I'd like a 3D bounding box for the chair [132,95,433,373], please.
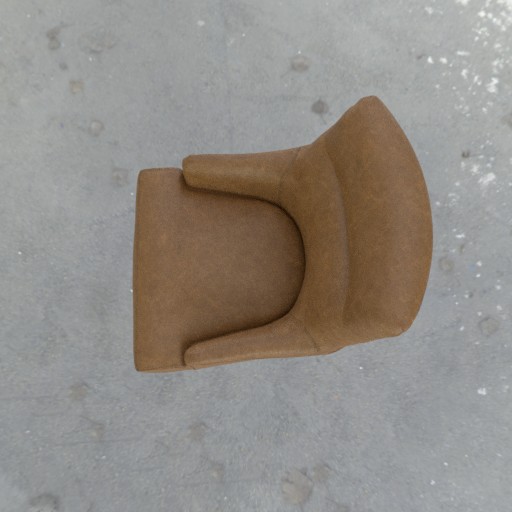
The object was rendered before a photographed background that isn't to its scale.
[{"bbox_3d":[0.000,0.000,1.501,0.874,0.869,0.729,-3,75,-1],"label":"chair"}]
